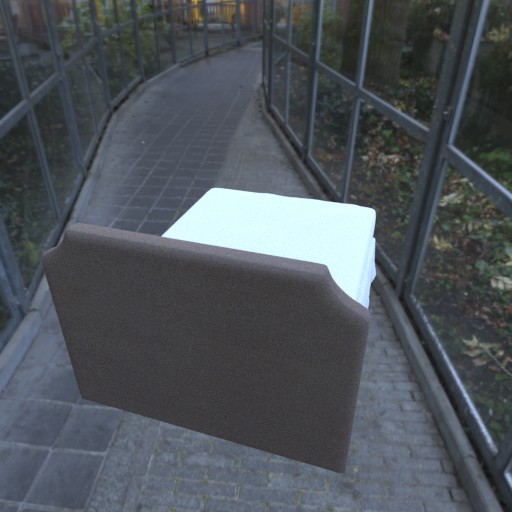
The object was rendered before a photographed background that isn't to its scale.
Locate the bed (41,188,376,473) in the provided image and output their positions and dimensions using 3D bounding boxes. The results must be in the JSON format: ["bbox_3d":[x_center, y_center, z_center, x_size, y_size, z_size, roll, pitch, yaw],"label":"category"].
[{"bbox_3d":[0.000,0.000,3.146,1.693,1.290,2.116,10,33,15],"label":"bed"}]
